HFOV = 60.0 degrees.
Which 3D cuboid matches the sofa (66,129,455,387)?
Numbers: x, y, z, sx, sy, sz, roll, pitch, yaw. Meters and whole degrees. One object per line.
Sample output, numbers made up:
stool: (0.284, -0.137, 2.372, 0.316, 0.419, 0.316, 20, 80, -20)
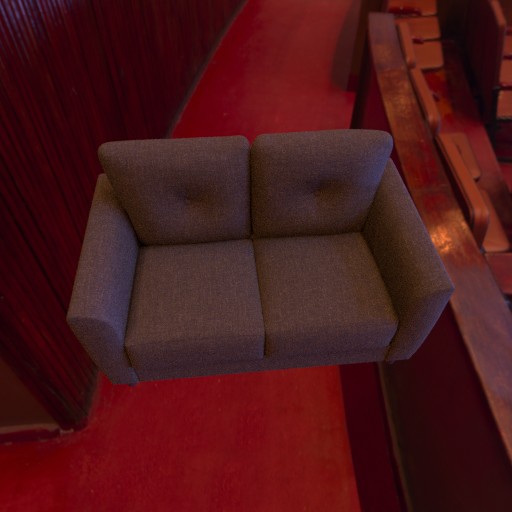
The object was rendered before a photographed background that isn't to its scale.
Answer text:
sofa: (0.000, 0.000, 1.998, 1.423, 0.885, 0.851, -4, 48, -4)
